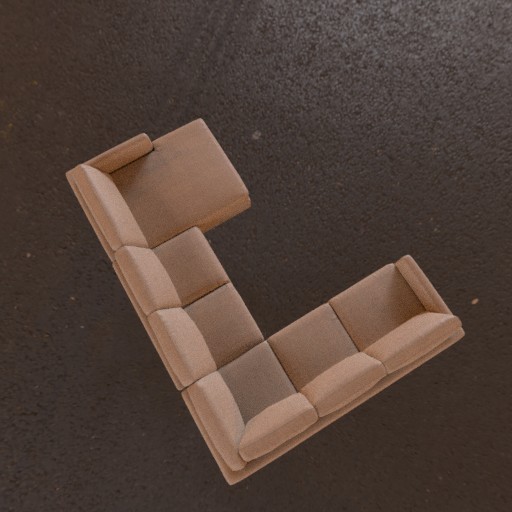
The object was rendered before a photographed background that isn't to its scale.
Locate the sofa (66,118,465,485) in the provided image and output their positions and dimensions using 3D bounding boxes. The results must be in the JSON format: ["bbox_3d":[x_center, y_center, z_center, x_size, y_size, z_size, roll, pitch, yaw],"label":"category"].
[{"bbox_3d":[0.000,0.000,4.600,2.594,0.961,3.460,-30,78,-7],"label":"sofa"}]
